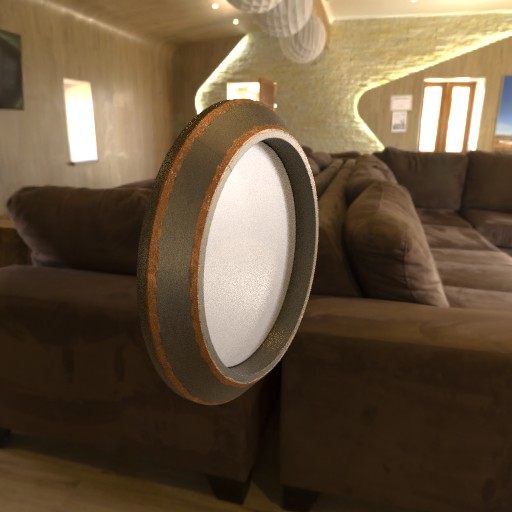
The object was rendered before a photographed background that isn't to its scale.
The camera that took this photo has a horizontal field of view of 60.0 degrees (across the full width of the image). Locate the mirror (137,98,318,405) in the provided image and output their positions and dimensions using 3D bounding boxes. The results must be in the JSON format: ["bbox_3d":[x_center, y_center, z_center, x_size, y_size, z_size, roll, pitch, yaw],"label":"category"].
[{"bbox_3d":[0.000,0.000,1.352,0.111,0.907,0.907,8,17,28],"label":"mirror"}]
